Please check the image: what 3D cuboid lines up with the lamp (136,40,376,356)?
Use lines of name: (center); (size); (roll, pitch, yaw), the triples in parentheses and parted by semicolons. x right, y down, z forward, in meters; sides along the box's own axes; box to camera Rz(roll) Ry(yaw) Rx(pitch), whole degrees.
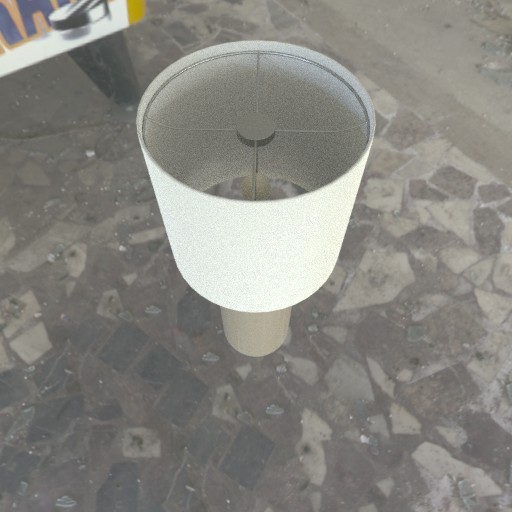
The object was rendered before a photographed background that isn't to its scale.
lamp: (0.000, 0.000, 0.604); (0.212, 0.493, 0.212); (1, 58, 1)
